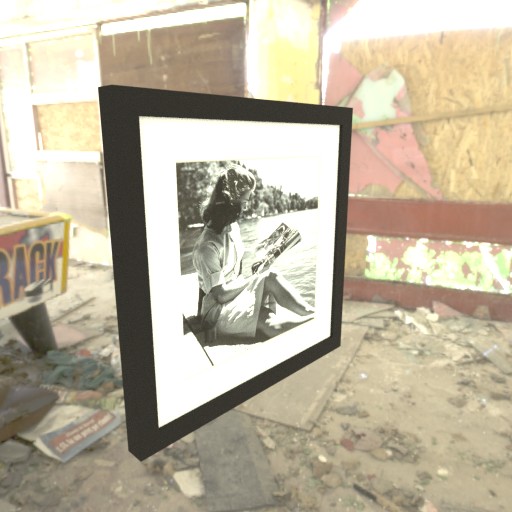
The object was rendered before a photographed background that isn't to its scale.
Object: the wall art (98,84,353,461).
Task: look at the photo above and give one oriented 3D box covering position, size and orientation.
[{"bbox_3d":[0.000,0.000,0.687,0.030,0.458,0.462,14,20,42],"label":"wall art"}]
